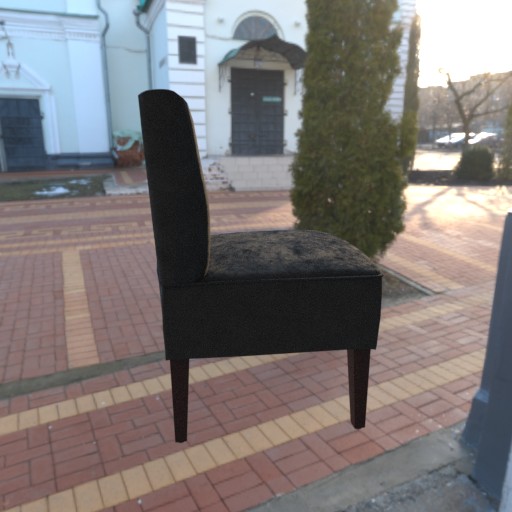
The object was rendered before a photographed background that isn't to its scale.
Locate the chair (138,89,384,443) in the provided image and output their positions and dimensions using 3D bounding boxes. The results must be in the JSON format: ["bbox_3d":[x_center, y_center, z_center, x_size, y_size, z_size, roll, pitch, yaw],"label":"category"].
[{"bbox_3d":[0.000,0.000,1.190,0.554,0.806,0.521,-3,15,-10],"label":"chair"}]
